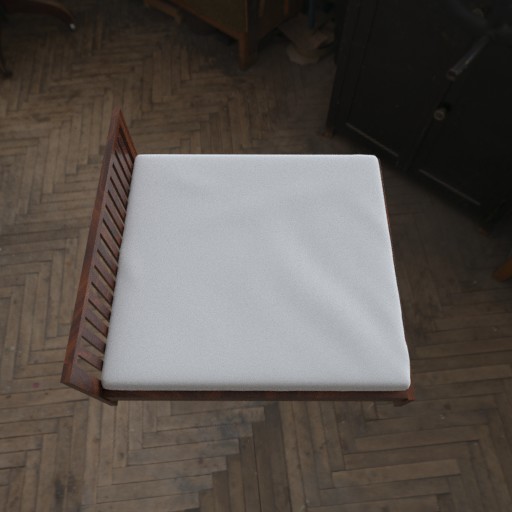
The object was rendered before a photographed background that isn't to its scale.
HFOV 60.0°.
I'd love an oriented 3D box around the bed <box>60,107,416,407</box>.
[{"bbox_3d":[0.000,0.000,3.120,2.030,0.890,1.905,0,64,0],"label":"bed"}]
